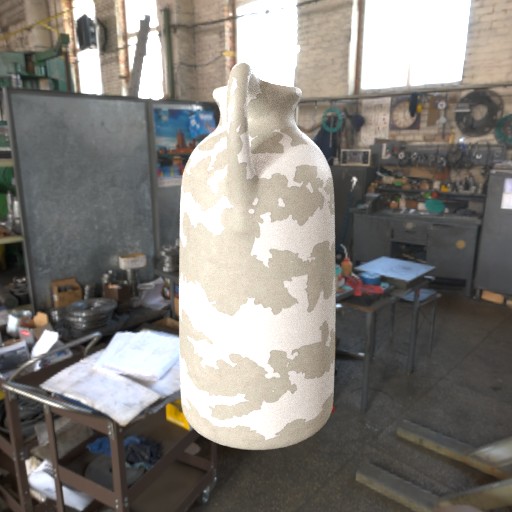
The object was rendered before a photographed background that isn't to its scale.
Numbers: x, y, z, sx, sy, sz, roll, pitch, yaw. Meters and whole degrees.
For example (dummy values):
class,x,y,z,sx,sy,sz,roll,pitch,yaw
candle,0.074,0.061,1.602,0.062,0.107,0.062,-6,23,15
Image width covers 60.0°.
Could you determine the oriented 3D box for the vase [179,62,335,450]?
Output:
class,x,y,z,sx,sy,sz,roll,pitch,yaw
vase,0.000,0.000,0.496,0.186,0.382,0.203,3,15,10
